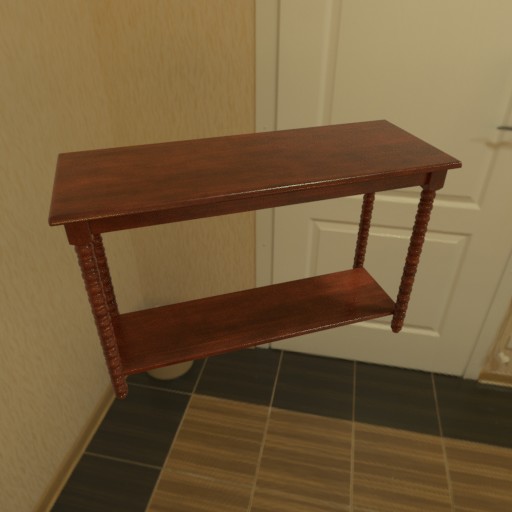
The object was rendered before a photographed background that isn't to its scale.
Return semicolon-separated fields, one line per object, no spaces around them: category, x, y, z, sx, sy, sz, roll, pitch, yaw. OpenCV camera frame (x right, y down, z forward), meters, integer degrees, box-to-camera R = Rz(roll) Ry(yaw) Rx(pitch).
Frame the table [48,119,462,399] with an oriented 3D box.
table;0.000;0.000;1.584;1.184;0.740;0.459;-10;35;-14
